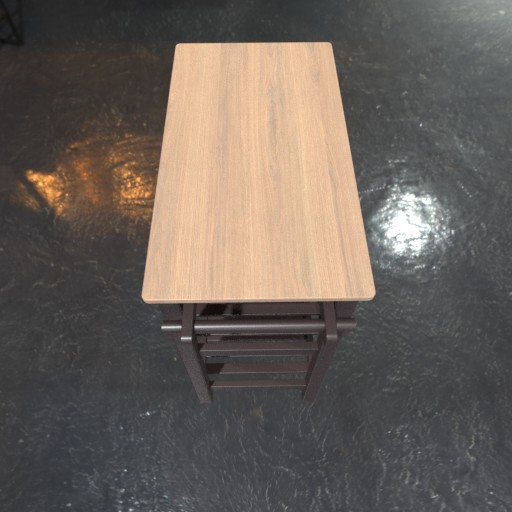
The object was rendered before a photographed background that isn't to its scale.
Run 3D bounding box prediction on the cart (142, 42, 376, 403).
[{"bbox_3d":[0.000,0.000,1.457,0.457,0.927,0.899,-1,58,0],"label":"cart"}]
